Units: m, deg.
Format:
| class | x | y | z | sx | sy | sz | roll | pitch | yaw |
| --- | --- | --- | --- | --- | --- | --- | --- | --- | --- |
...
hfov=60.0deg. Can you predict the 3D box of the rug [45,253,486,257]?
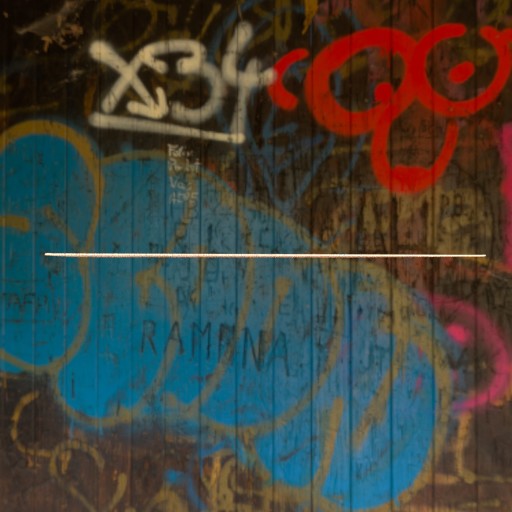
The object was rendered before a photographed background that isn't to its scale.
| class | x | y | z | sx | sy | sz | roll | pitch | yaw |
| --- | --- | --- | --- | --- | --- | --- | --- | --- | --- |
| rug | 0.000 | 0.000 | 3.019 | 2.440 | 0.010 | 1.545 | 0 | 0 | -19 |
